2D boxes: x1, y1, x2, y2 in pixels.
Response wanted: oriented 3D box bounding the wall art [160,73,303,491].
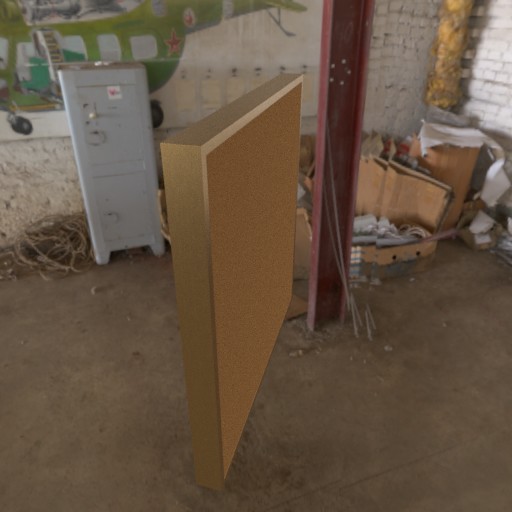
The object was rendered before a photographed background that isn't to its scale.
[{"bbox_3d":[0.000,0.000,0.742,0.040,0.509,0.509,8,30,14],"label":"wall art"}]
